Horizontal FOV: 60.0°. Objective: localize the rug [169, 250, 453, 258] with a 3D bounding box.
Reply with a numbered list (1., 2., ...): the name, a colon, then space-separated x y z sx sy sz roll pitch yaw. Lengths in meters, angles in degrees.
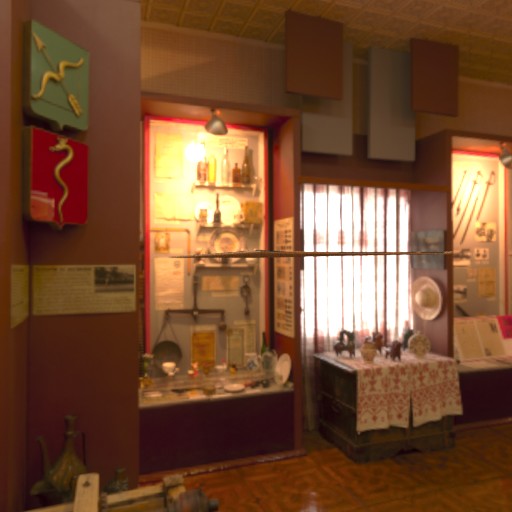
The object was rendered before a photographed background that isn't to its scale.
1. rug: 0.000 0.000 2.708 0.768 0.011 2.446 0 -1 -18
